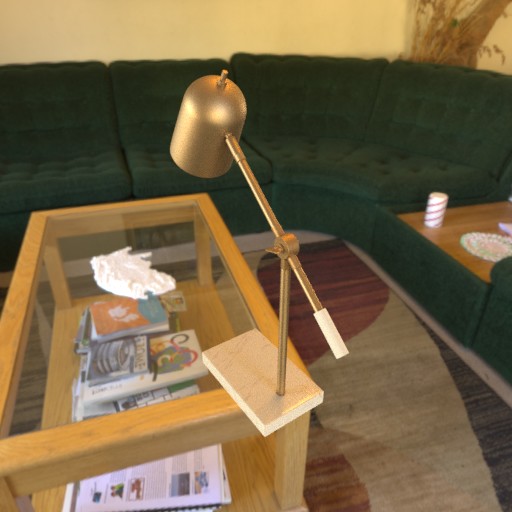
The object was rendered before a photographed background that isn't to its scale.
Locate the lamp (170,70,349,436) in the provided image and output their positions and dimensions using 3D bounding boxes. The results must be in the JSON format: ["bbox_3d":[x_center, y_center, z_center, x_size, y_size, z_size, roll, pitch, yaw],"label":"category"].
[{"bbox_3d":[0.000,0.000,0.798,0.144,0.603,0.471,-19,36,-29],"label":"lamp"}]
